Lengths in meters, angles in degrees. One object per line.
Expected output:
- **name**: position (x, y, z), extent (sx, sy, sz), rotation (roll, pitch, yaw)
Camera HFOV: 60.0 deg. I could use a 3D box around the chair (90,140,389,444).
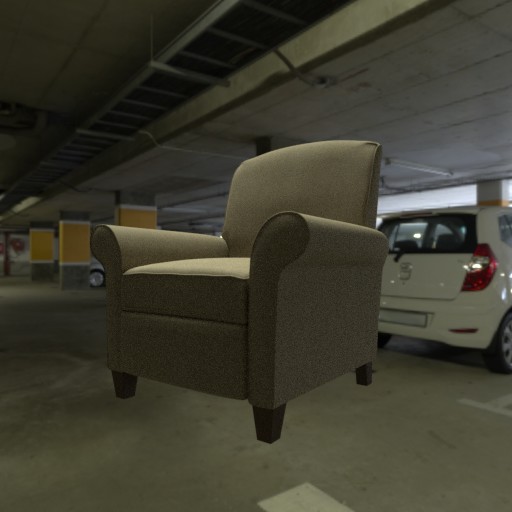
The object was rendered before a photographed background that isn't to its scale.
- **chair**: position (0.000, 0.000, 1.787), extent (0.978, 1.061, 0.905), rotation (0, 0, 36)
